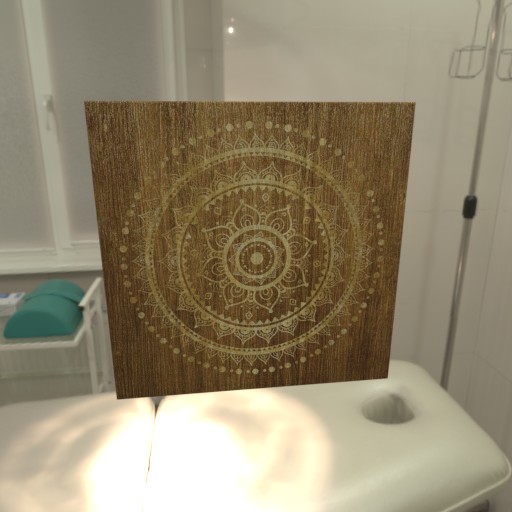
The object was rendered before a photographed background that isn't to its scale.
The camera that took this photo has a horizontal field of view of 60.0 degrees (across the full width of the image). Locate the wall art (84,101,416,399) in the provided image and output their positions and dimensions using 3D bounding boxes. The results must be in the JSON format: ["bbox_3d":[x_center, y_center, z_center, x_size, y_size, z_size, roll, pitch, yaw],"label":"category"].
[{"bbox_3d":[0.000,0.000,0.613,0.406,0.403,0.039,-2,17,-7],"label":"wall art"}]
